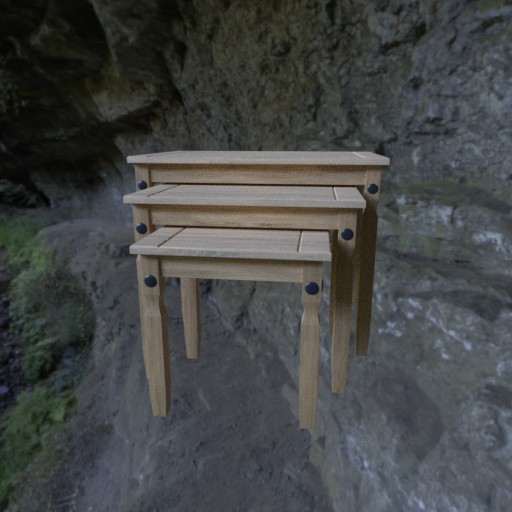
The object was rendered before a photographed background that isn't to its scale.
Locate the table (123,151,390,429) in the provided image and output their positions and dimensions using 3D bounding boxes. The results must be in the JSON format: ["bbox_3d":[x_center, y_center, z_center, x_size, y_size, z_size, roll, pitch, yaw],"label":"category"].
[{"bbox_3d":[0.000,0.000,1.217,0.660,0.535,0.773,2,15,8],"label":"table"}]
